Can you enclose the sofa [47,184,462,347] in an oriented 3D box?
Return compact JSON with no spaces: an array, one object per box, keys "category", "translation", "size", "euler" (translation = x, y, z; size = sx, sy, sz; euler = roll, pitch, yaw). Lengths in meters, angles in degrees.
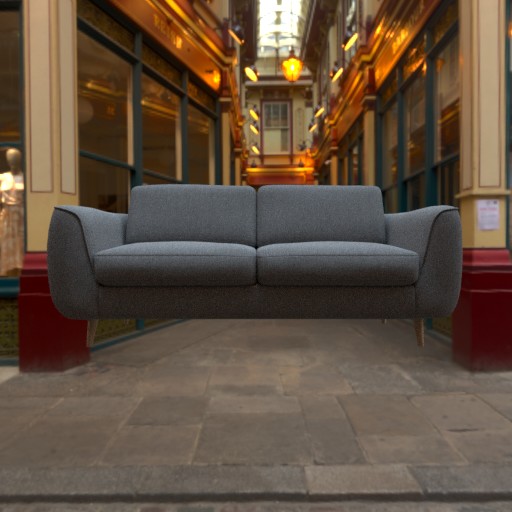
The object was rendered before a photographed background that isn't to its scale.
[{"category":"sofa","translation":[0.000,0.000,2.486],"size":[2.000,0.870,0.920],"euler":[0,1,0]}]
